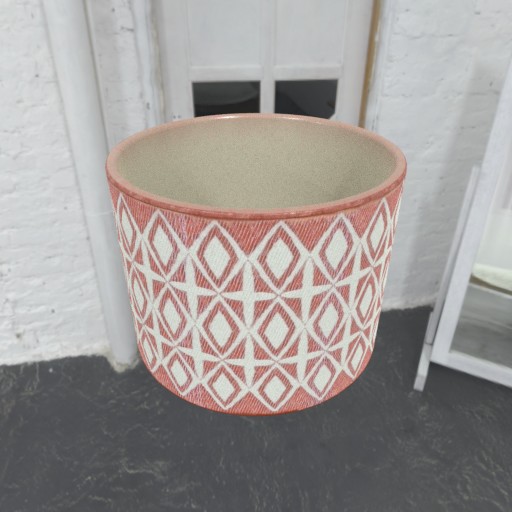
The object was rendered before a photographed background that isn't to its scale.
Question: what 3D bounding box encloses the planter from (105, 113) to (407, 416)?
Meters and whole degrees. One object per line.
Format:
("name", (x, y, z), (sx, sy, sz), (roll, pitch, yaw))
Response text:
("planter", (0.000, 0.000, 0.478), (0.273, 0.237, 0.273), (0, 32, 0))
